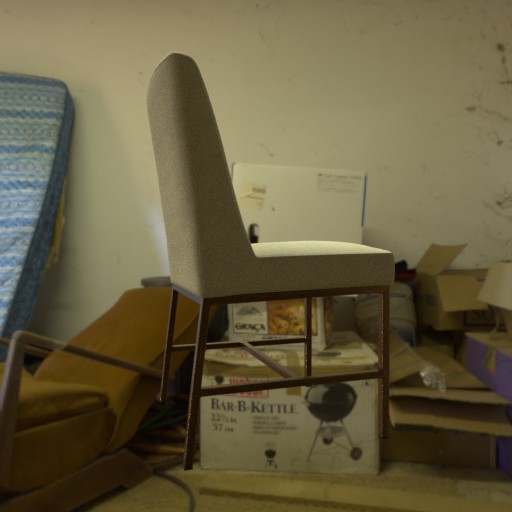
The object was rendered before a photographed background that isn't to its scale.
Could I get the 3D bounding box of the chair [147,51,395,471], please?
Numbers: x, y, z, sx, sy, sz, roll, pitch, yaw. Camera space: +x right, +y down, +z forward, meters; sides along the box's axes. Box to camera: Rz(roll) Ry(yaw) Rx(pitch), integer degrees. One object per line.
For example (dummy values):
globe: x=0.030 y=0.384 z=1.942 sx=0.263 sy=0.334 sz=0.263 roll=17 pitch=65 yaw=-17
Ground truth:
chair: x=0.000 y=0.000 z=1.268 sx=0.597 sy=0.933 sz=0.503 roll=0 pitch=1 yaw=-19
